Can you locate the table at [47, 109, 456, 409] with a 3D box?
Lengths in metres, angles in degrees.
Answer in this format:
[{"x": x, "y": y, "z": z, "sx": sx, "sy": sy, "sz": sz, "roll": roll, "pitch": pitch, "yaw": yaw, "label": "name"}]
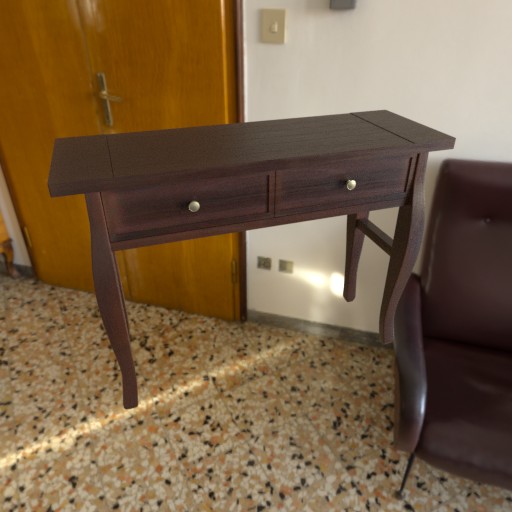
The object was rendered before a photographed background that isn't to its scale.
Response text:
[{"x": 0.000, "y": 0.000, "z": 1.436, "sx": 1.062, "sy": 0.768, "sz": 0.373, "roll": -10, "pitch": 33, "yaw": -16, "label": "table"}]
